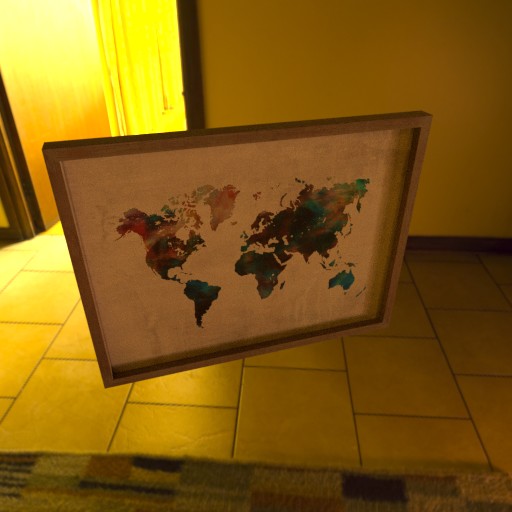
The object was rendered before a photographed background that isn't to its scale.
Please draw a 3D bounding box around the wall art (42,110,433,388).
[{"bbox_3d":[0.000,0.000,1.742,1.320,1.009,0.070,-9,33,-14],"label":"wall art"}]
